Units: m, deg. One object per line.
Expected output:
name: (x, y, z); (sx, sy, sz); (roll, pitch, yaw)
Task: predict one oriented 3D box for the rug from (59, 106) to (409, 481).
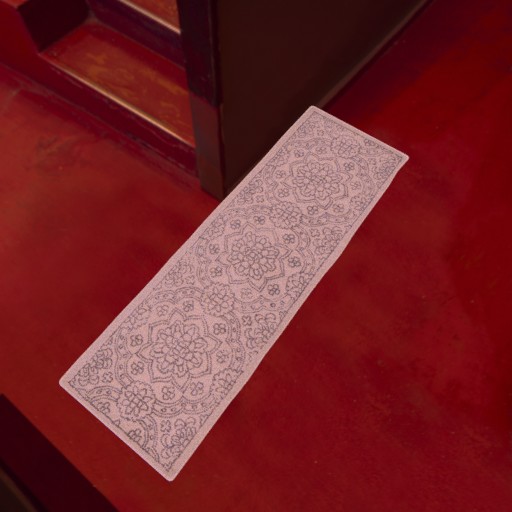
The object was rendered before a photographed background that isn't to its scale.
rug: (0.000, 0.000, 2.656); (0.806, 0.006, 2.431); (33, 68, 15)
